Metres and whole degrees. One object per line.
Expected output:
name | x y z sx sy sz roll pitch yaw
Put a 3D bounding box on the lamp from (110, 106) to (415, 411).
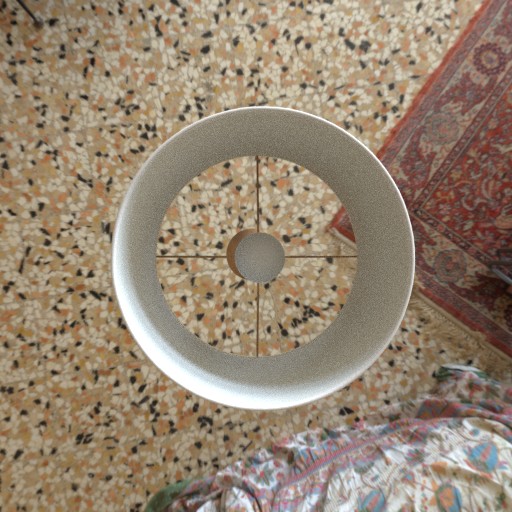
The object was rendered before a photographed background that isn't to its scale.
lamp | 0.000 0.000 0.627 0.268 0.479 0.268 0 91 -2
